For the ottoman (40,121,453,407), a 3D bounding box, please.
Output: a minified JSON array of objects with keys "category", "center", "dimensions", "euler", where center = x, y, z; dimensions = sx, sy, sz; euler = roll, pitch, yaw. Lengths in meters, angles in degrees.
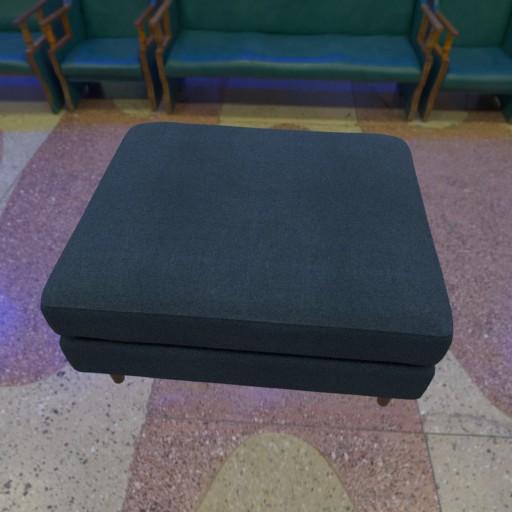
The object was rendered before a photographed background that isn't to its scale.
[{"category":"ottoman","center":[0.000,0.000,1.198],"dimensions":[0.821,0.474,0.693],"euler":[4,47,4]}]
